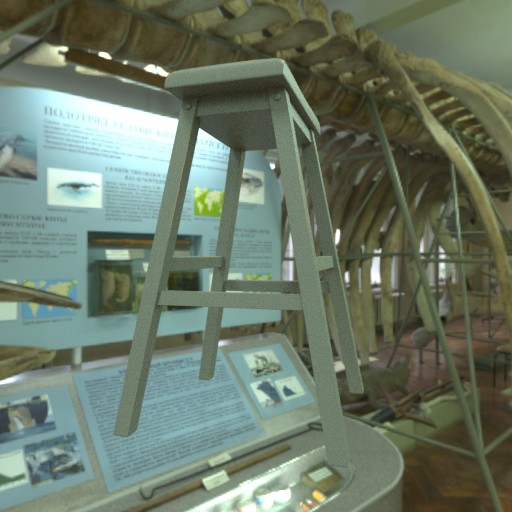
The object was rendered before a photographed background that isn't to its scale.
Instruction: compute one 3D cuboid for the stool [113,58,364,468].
[{"bbox_3d":[0.000,0.000,1.059,0.476,0.737,0.457,0,0,17],"label":"stool"}]
